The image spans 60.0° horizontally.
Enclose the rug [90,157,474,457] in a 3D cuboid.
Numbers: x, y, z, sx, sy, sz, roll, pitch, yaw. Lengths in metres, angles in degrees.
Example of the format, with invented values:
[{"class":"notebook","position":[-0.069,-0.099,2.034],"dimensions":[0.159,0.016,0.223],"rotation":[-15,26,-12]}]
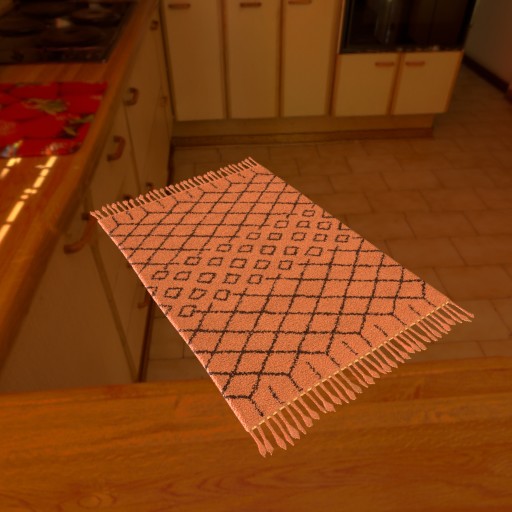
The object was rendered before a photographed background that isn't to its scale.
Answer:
[{"class":"rug","position":[0.000,0.000,3.313],"dimensions":[1.664,0.029,2.615],"rotation":[-24,46,-26]}]
